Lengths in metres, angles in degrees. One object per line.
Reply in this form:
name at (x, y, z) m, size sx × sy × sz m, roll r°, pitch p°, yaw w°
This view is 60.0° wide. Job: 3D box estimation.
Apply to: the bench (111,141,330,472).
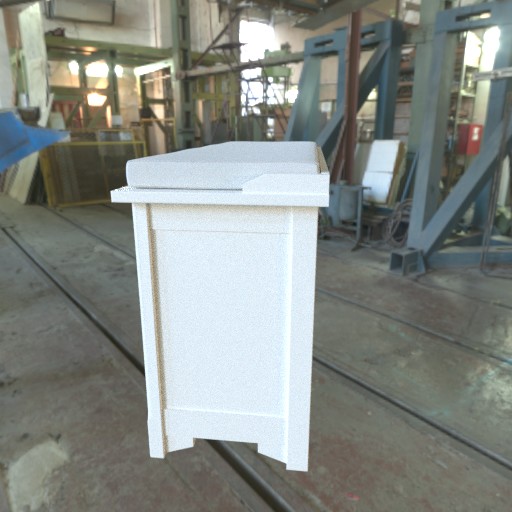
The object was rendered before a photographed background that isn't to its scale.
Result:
bench at (0.000, 0.000, 1.229) m, size 0.346 × 0.589 × 0.987 m, roll 2°, pitch 16°, yaw 7°
